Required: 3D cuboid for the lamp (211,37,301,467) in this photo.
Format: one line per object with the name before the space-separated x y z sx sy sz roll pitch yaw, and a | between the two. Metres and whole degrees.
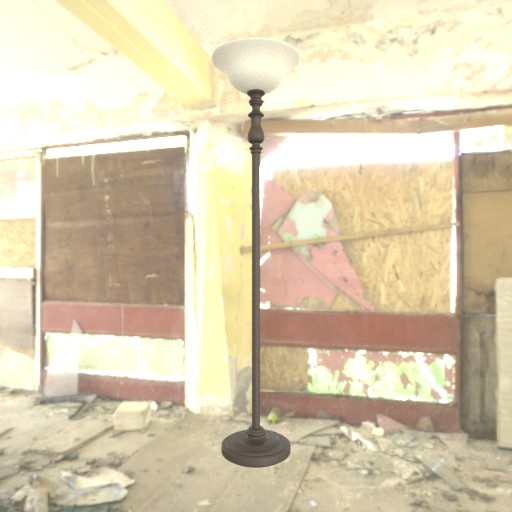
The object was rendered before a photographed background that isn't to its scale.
lamp | 0.000 0.000 2.021 0.405 1.797 0.405 0 0 36
